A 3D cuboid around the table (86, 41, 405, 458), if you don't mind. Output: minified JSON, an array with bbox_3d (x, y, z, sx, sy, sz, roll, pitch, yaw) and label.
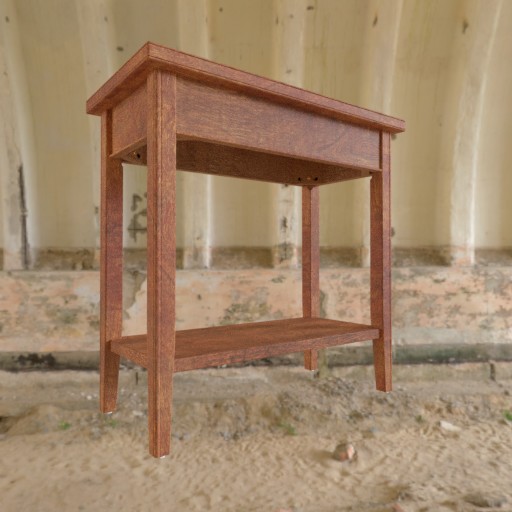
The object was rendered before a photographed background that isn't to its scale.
[{"bbox_3d":[0.000,0.000,0.931,0.610,0.610,0.305,0,0,-37],"label":"table"}]
